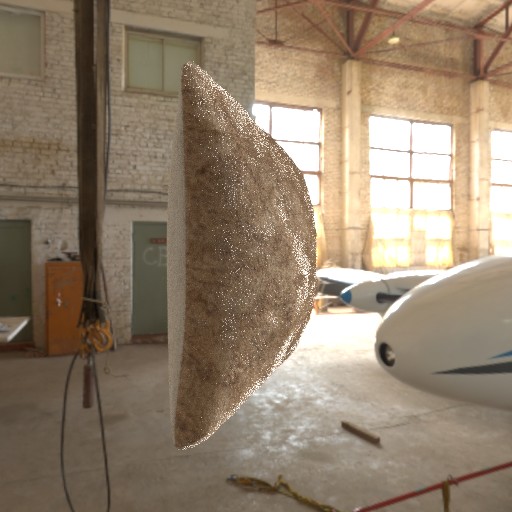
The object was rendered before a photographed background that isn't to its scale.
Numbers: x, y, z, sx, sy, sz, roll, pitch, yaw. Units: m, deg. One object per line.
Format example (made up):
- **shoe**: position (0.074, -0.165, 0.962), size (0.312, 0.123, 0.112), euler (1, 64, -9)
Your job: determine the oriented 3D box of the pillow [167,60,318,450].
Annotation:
- **pillow**: position (0.000, 0.000, 0.823), size (0.216, 0.525, 0.538), euler (0, 1, 17)
